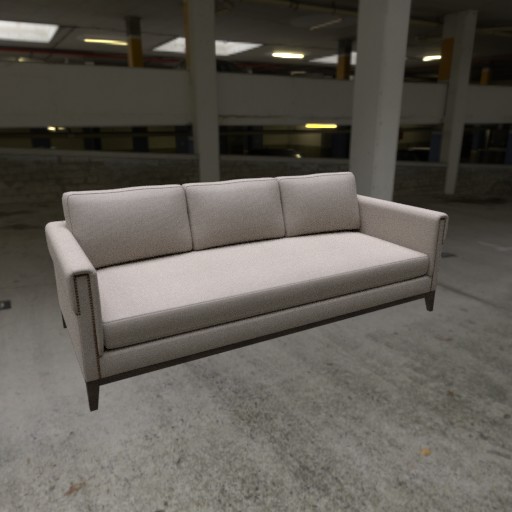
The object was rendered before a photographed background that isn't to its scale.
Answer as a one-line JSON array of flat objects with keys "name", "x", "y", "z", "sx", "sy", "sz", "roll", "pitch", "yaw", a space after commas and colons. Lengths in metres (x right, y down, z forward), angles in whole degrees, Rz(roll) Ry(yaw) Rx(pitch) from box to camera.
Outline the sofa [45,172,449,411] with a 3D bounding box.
[{"name": "sofa", "x": 0.000, "y": 0.000, "z": 2.685, "sx": 2.210, "sy": 0.838, "sz": 0.959, "roll": -9, "pitch": 20, "yaw": -28}]
